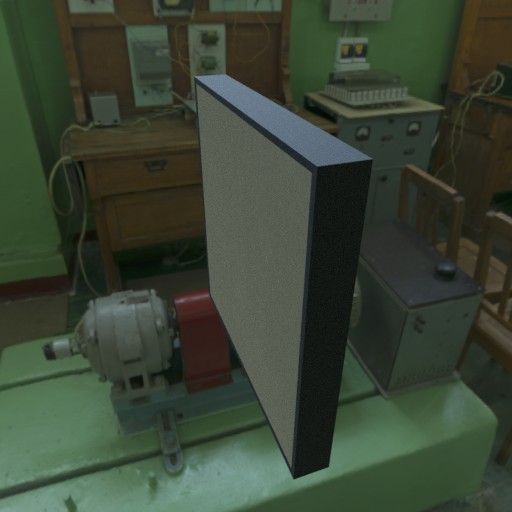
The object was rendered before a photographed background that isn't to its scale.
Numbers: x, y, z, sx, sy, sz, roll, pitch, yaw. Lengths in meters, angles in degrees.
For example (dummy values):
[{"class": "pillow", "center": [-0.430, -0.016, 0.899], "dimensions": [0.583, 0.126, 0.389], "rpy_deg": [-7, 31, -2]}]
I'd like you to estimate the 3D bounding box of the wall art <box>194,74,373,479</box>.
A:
[{"class": "wall art", "center": [0.000, 0.000, 0.454], "dimensions": [0.036, 0.300, 0.302], "rpy_deg": [-11, 33, -17]}]
